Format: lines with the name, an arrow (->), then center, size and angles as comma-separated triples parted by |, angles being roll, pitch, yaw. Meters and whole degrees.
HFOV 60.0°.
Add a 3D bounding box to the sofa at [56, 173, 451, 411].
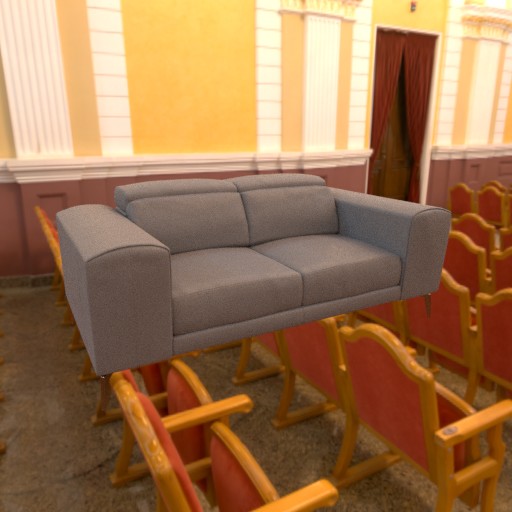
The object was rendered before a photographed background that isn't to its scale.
sofa -> 0.000, 0.000, 2.410 | 1.895, 0.779, 1.003 | -9, 18, -28
